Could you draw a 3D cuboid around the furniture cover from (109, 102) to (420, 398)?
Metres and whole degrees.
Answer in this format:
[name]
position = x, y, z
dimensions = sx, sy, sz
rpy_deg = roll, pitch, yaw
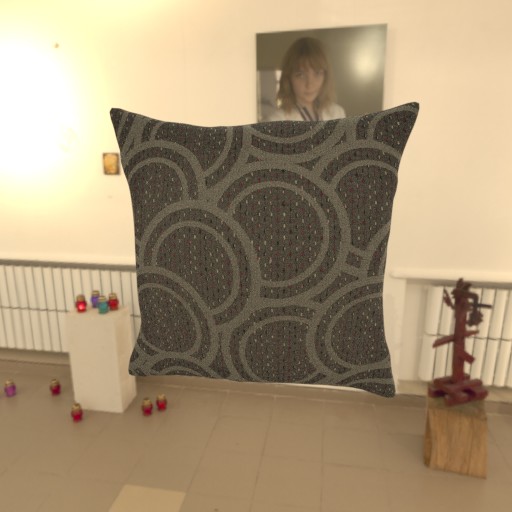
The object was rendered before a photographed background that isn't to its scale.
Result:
[furniture cover]
position = 0.000, 0.000, 0.788
dimensions = 0.514, 0.513, 0.163
rpy_deg = 2, 14, 9
